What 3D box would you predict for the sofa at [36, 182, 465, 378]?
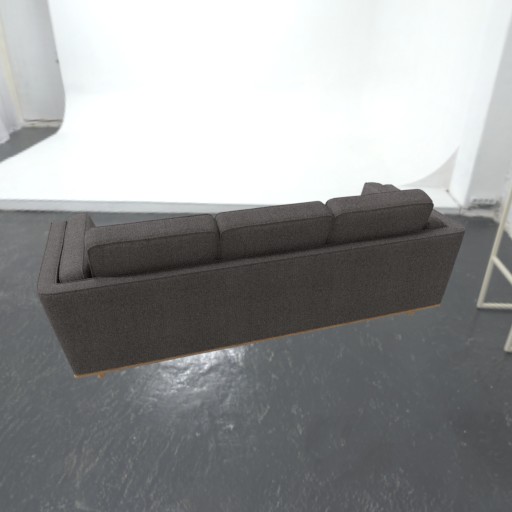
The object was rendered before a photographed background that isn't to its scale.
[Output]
[{"bbox_3d":[0.000,0.000,2.761,2.362,0.899,0.903,-8,29,-15],"label":"sofa"}]
